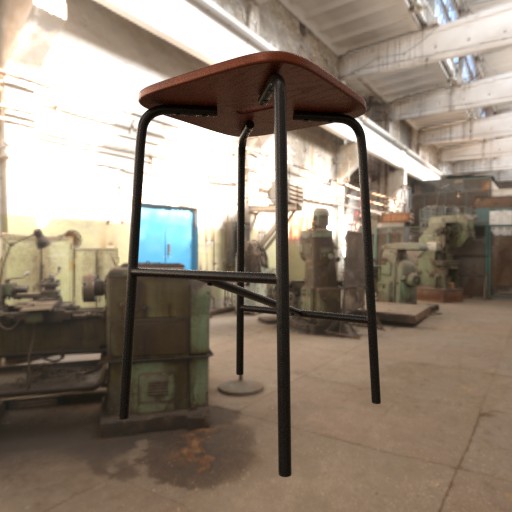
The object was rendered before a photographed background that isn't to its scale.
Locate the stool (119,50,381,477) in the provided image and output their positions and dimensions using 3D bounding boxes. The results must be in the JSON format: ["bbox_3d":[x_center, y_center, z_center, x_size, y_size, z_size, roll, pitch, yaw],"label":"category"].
[{"bbox_3d":[0.000,0.000,0.873,0.376,0.610,0.376,1,1,36],"label":"stool"}]
